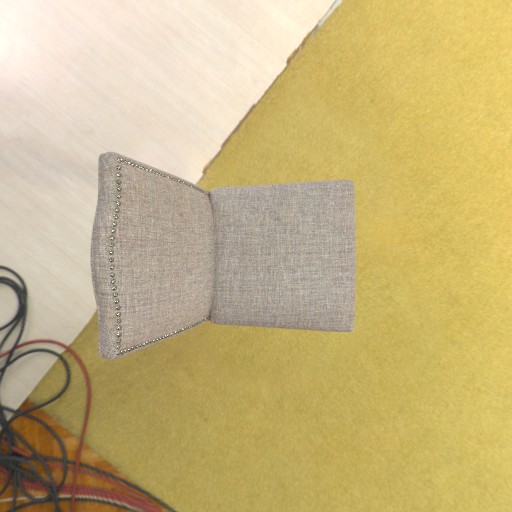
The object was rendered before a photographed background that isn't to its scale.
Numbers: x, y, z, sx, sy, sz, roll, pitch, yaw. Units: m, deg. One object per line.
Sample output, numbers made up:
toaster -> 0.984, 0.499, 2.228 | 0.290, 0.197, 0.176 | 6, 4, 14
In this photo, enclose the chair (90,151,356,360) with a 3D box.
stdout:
chair -> 0.000, 0.000, 1.385 | 0.660, 1.016, 0.513 | 0, 90, 0
